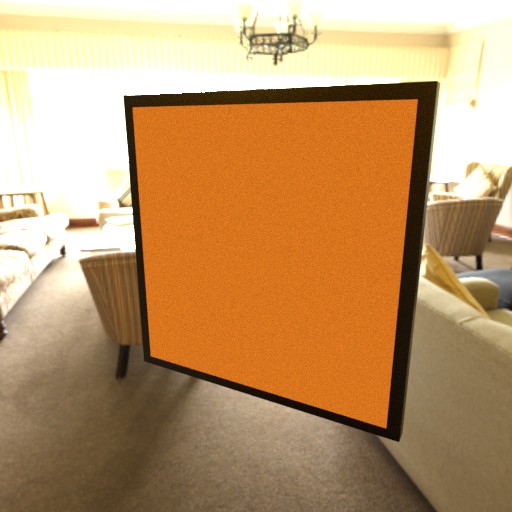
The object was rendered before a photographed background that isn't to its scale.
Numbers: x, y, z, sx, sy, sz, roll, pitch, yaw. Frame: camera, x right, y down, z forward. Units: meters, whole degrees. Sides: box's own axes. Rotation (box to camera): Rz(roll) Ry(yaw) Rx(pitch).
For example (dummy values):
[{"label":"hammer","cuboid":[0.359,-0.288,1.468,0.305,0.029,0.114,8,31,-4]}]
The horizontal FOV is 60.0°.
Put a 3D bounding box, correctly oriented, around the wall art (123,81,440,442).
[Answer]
[{"label":"wall art","cuboid":[0.000,0.000,1.081,0.755,0.761,0.038,9,18,27]}]
